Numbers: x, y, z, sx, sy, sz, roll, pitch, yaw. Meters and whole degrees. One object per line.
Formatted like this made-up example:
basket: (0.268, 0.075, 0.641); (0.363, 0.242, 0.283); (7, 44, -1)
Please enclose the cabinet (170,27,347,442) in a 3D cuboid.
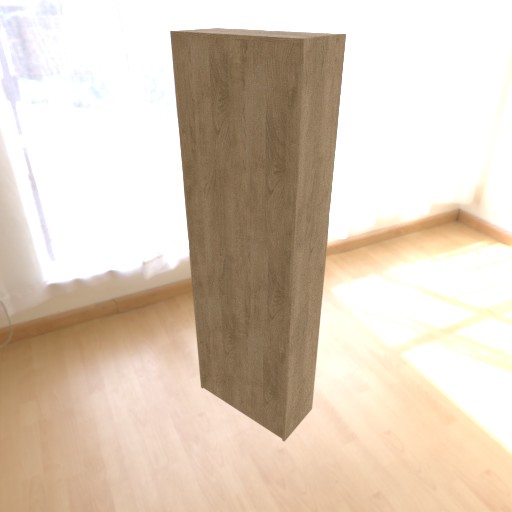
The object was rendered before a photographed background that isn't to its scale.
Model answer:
cabinet: (0.000, 0.000, 1.804); (0.520, 1.630, 0.250); (22, 36, 32)
